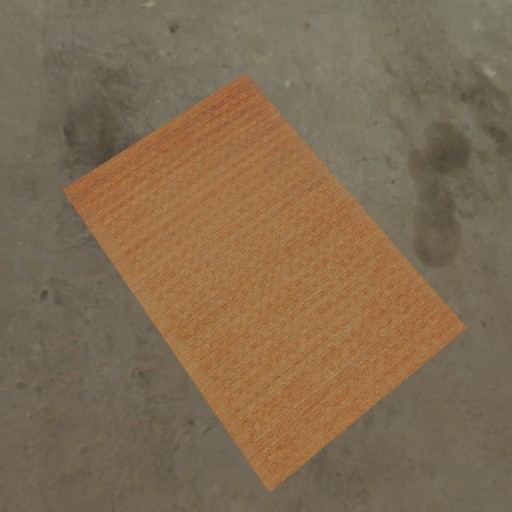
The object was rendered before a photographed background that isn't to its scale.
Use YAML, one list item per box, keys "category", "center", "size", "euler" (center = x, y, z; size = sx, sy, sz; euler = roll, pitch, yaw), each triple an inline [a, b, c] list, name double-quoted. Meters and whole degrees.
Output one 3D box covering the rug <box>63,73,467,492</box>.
- category: "rug"
  center: [0.000, 0.000, 2.845]
  size: [1.524, 0.006, 2.285]
  euler: [-36, 78, -9]
